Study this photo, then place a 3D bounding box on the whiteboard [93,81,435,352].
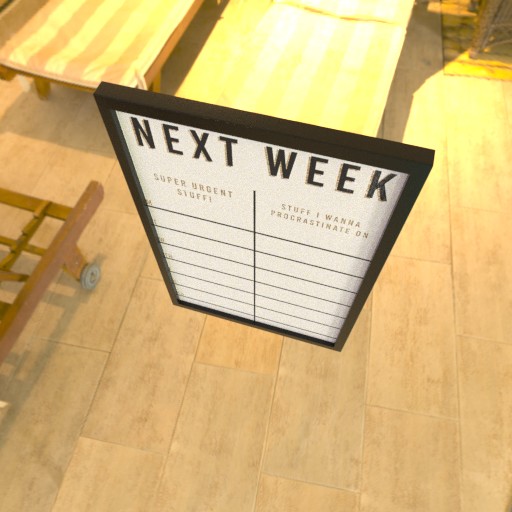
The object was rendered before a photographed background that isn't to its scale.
[{"bbox_3d":[0.000,0.000,0.774,0.406,0.611,0.026,14,60,9],"label":"whiteboard"}]
